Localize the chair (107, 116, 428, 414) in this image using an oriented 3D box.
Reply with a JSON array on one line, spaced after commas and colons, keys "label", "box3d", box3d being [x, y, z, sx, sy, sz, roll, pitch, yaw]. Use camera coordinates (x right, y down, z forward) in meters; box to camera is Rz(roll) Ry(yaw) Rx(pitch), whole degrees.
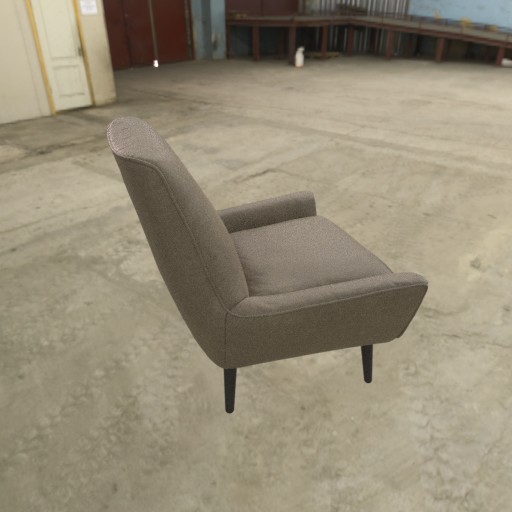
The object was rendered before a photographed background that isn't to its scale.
[{"label": "chair", "box3d": [0.000, 0.000, 1.491, 0.824, 0.888, 0.787, -10, 31, -17]}]
